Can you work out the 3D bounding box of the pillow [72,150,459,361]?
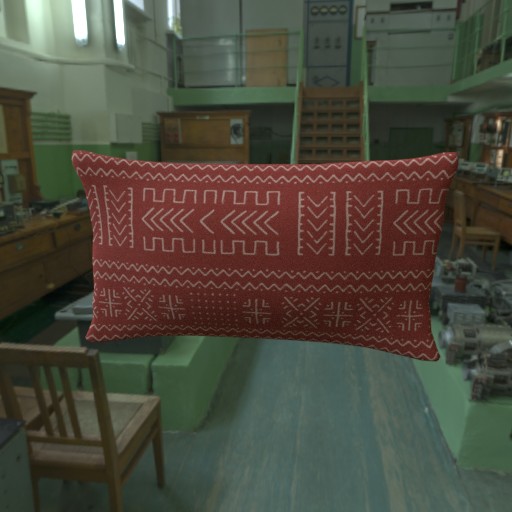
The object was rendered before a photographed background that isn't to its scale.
[{"bbox_3d":[0.000,0.000,0.765,0.640,0.352,0.130,2,15,6],"label":"pillow"}]
